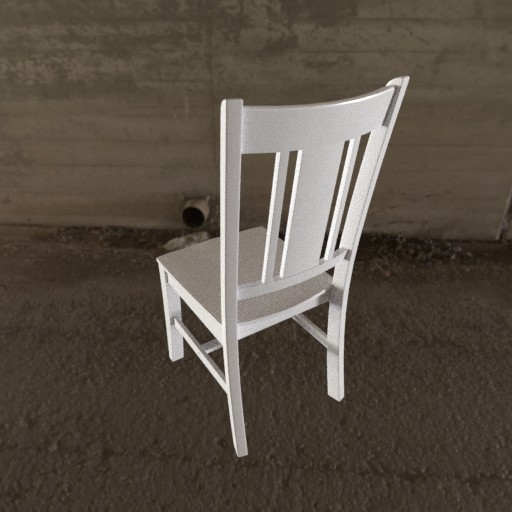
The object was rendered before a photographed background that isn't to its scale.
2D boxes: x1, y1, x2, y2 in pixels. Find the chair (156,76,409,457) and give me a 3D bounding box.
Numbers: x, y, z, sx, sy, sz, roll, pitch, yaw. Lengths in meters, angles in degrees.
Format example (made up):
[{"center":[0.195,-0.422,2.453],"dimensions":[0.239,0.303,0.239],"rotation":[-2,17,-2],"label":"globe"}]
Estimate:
[{"center":[0.000,0.000,1.274],"dimensions":[0.450,0.998,0.555],"rotation":[-18,35,-28],"label":"chair"}]
